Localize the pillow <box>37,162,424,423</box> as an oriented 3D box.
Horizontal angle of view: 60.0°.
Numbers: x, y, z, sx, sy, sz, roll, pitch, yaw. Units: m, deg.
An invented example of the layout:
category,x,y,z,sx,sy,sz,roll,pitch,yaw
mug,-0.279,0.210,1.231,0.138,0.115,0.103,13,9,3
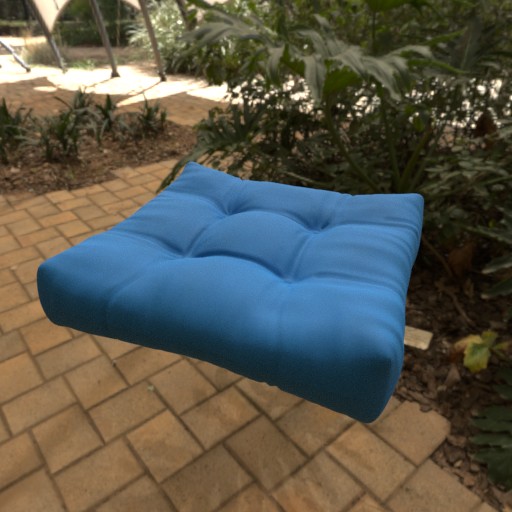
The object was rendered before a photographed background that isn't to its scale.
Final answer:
category,x,y,z,sx,sy,sz,roll,pitch,yaw
pillow,0.000,0.000,0.718,0.490,0.128,0.468,11,33,18
